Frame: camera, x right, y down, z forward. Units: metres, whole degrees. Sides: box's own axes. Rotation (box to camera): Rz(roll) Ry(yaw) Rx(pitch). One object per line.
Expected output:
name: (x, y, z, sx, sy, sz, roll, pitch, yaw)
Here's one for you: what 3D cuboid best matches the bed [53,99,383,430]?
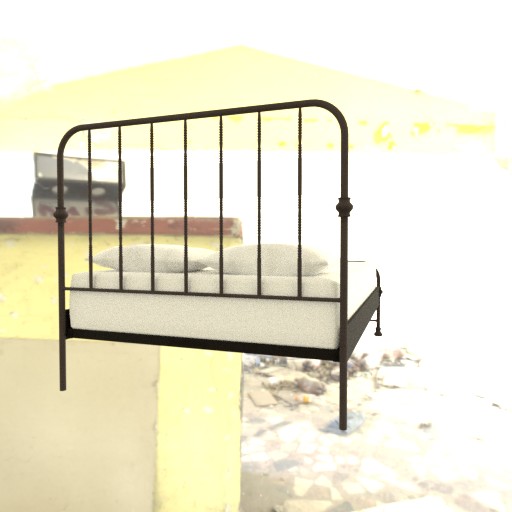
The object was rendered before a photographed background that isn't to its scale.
bed: (0.000, 0.000, 3.147, 1.616, 1.446, 2.134, 1, 2, 20)
